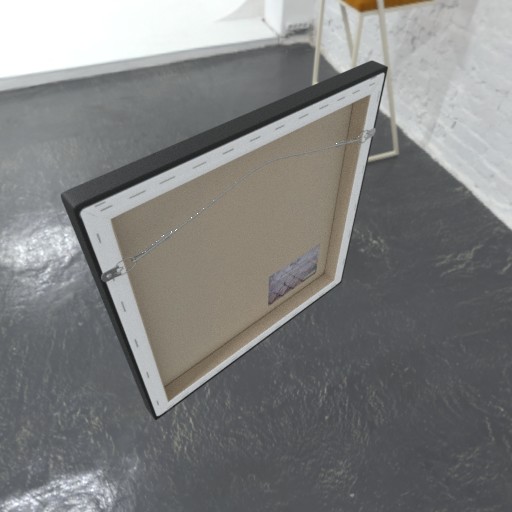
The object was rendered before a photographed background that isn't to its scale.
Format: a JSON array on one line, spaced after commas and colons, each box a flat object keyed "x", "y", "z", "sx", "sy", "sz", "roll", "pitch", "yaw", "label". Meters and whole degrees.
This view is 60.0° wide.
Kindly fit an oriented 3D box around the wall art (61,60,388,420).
[{"x": 0.000, "y": 0.000, "z": 0.898, "sx": 0.610, "sy": 0.611, "sz": 0.043, "roll": -32, "pitch": 54, "yaw": -27, "label": "wall art"}]
